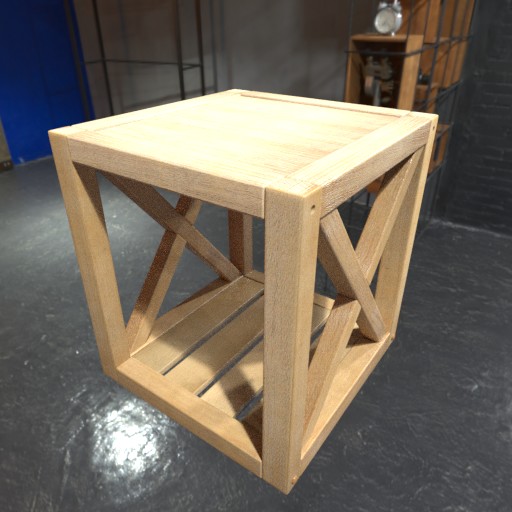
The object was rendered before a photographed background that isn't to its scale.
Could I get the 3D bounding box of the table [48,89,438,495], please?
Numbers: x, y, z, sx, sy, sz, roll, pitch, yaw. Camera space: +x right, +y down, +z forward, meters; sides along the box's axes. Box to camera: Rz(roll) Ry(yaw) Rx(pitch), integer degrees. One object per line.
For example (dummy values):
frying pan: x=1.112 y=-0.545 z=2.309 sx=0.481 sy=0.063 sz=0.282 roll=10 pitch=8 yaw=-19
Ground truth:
table: x=0.000 y=0.000 z=1.024 sx=0.558 sy=0.610 sz=0.559 roll=20 pitch=35 yaw=30
